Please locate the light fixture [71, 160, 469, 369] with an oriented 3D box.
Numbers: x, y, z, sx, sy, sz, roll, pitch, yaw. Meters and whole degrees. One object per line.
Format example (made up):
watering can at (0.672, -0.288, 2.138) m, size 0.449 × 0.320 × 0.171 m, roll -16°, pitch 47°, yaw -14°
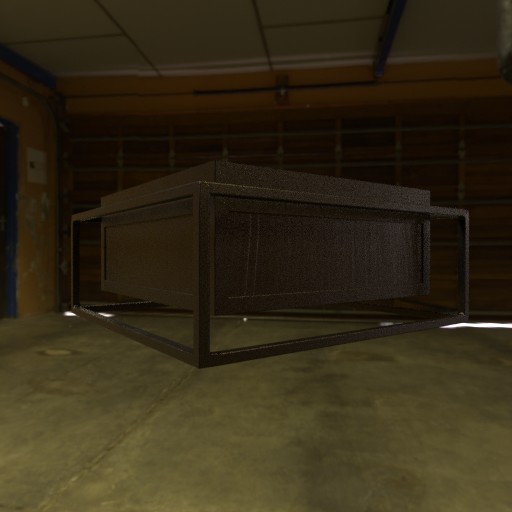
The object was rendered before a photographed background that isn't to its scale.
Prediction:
light fixture at (0.000, 0.000, 0.690) m, size 0.441 × 0.191 × 0.441 m, roll 0°, pitch 1°, yaw -36°
